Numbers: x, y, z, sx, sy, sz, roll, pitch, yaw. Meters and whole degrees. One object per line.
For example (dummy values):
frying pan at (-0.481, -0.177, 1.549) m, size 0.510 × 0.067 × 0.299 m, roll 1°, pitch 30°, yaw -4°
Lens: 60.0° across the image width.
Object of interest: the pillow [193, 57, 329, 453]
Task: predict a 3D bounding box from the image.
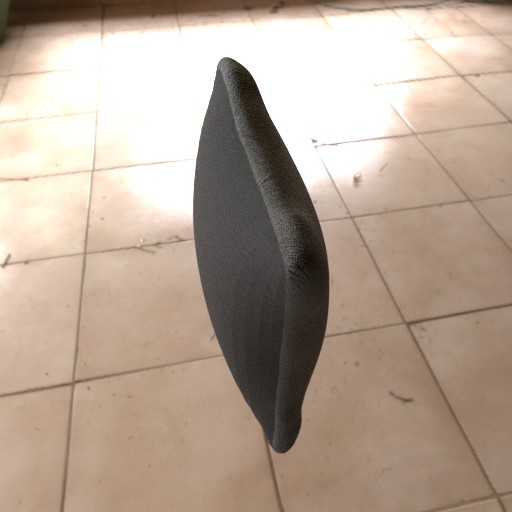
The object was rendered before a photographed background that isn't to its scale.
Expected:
pillow at (0.000, 0.000, 0.795) m, size 0.210 × 0.523 × 0.533 m, roll -9°, pitch 48°, yaw -8°
